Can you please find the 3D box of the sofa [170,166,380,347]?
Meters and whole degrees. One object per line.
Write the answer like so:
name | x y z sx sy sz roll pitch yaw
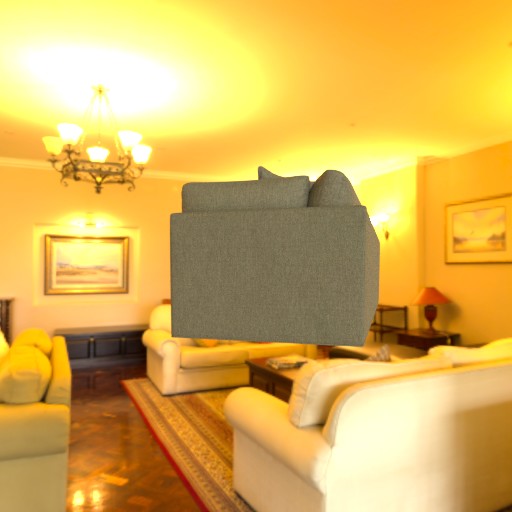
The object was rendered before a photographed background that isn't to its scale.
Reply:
sofa | 0.000 0.000 3.796 1.994 0.978 2.896 0 -2 17
